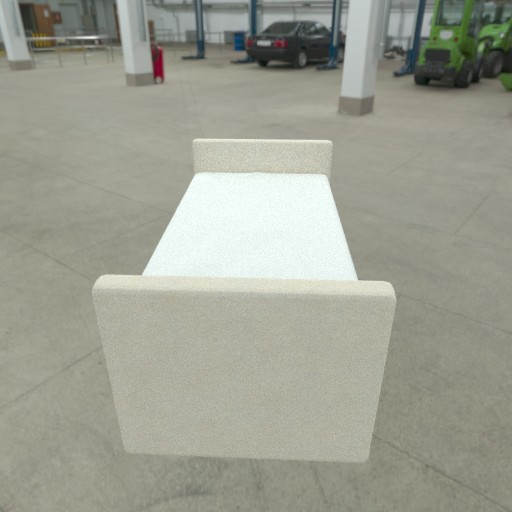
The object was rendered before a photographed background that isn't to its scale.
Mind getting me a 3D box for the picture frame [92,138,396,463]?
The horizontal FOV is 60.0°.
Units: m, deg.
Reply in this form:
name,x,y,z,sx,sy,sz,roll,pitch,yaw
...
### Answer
name,x,y,z,sx,sy,sz,roll,pitch,yaw
picture frame,0.000,0.000,2.678,1.069,0.891,2.161,1,28,2
